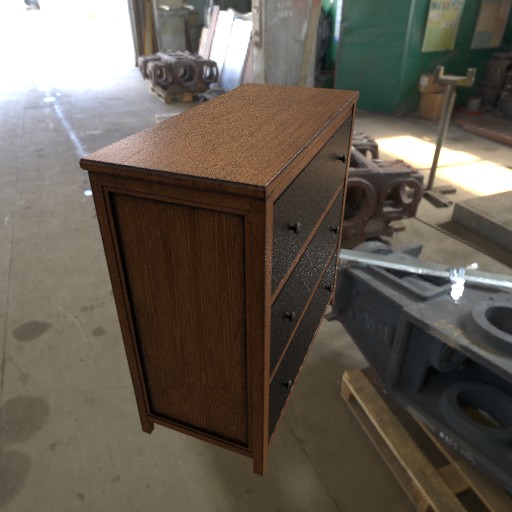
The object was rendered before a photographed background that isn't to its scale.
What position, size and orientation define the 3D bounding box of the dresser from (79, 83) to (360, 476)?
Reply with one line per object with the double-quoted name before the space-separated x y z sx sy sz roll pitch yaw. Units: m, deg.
"dresser" 0.000 0.000 1.981 0.591 1.224 1.250 12 33 18
